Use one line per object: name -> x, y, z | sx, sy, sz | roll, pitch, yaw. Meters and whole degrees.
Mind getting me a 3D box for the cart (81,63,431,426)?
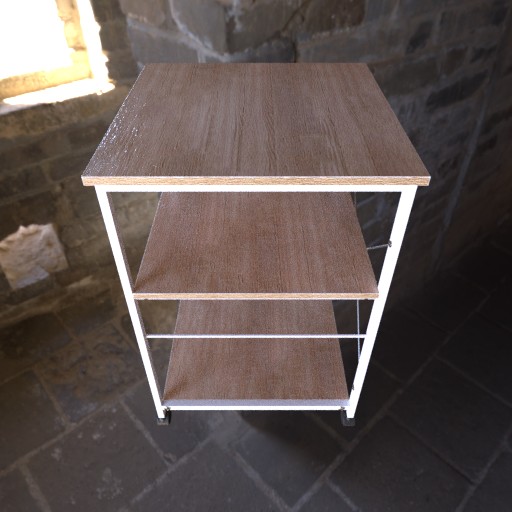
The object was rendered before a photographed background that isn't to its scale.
cart -> 0.000, 0.000, 1.104 | 0.520, 0.762, 0.521 | 0, 41, 0
